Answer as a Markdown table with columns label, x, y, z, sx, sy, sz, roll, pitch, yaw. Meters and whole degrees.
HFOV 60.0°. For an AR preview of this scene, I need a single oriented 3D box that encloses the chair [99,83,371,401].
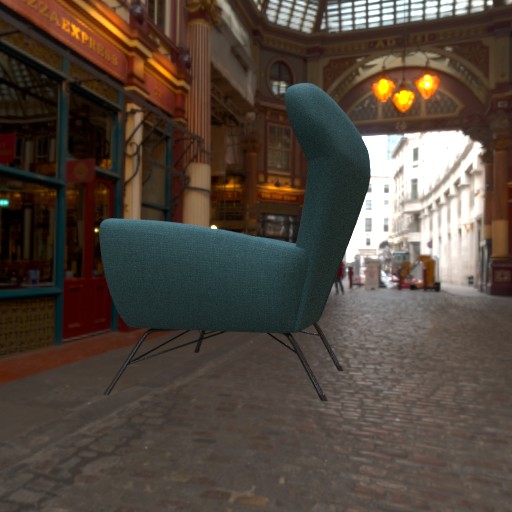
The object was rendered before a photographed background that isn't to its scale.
| label | x | y | z | sx | sy | sz | roll | pitch | yaw |
| --- | --- | --- | --- | --- | --- | --- | --- | --- | --- |
| chair | 0.000 | 0.000 | 1.789 | 0.900 | 0.980 | 1.050 | 0 | -1 | 17 |
